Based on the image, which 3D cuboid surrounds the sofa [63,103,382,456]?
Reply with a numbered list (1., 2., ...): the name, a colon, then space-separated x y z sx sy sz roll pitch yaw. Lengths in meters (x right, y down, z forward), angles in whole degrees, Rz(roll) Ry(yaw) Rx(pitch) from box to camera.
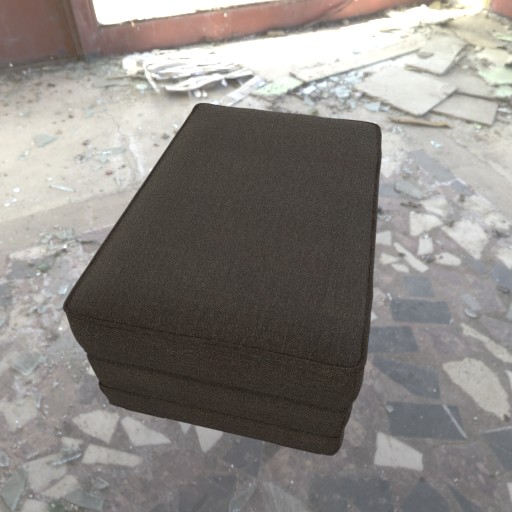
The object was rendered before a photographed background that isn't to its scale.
1. sofa: 0.000 0.000 1.202 0.578 0.457 0.854 9 47 9
